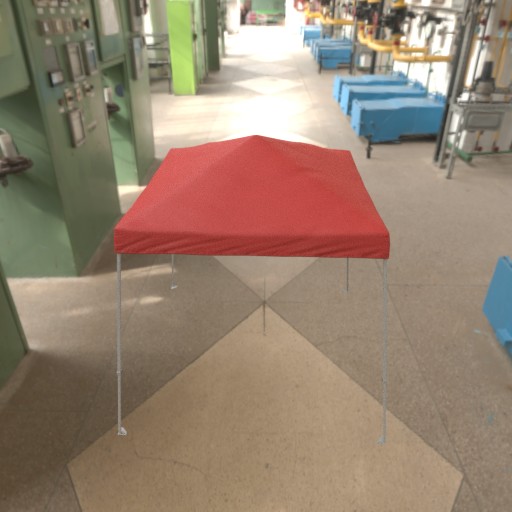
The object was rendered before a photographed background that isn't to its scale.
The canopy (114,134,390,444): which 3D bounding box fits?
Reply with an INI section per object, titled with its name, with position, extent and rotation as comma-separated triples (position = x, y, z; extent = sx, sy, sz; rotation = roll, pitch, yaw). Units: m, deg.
[canopy]
position = 0.000, 0.000, 6.593
extent = 3.600, 3.600, 3.599
rotation = 1, 30, 2
